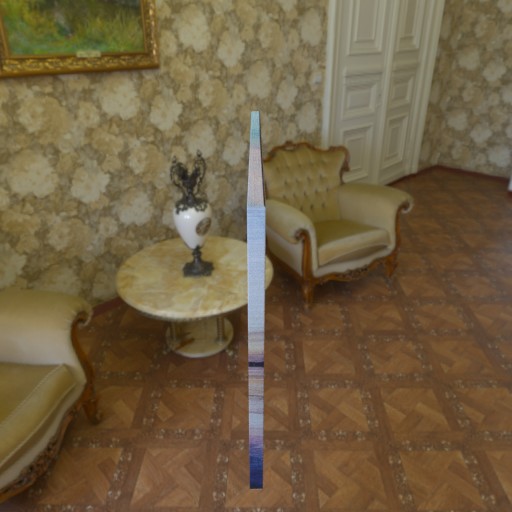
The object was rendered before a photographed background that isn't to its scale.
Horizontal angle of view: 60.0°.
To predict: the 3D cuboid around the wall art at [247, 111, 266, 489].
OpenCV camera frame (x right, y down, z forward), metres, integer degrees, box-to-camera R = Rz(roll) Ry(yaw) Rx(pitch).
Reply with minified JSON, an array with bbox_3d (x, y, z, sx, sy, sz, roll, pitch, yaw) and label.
[{"bbox_3d":[0.000,0.000,1.464,0.034,0.756,1.137,0,26,0],"label":"wall art"}]
